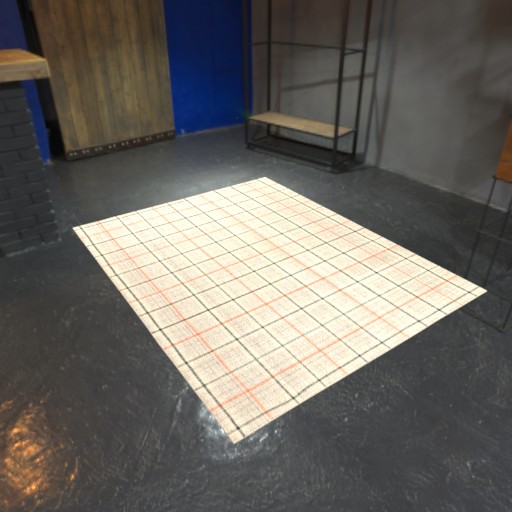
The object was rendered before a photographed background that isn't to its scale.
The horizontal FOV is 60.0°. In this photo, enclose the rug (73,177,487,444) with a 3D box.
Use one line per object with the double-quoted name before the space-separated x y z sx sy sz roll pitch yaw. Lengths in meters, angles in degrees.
"rug" 0.000 0.000 4.057 2.444 0.012 3.048 -20 37 -29
